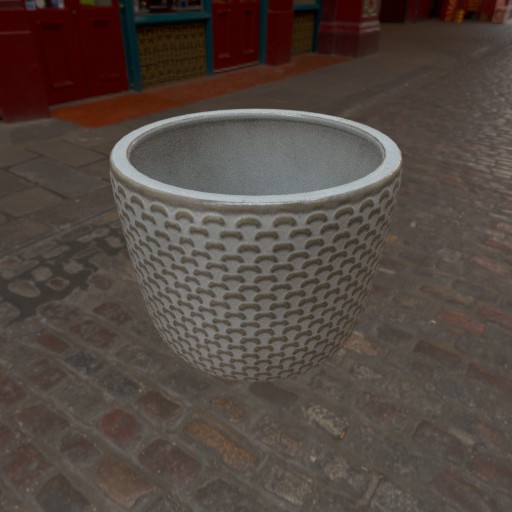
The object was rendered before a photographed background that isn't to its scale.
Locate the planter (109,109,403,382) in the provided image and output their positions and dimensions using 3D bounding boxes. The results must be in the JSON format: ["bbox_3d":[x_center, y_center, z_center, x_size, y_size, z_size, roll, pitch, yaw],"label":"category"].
[{"bbox_3d":[0.000,0.000,0.308,0.173,0.160,0.173,0,32,0],"label":"planter"}]
